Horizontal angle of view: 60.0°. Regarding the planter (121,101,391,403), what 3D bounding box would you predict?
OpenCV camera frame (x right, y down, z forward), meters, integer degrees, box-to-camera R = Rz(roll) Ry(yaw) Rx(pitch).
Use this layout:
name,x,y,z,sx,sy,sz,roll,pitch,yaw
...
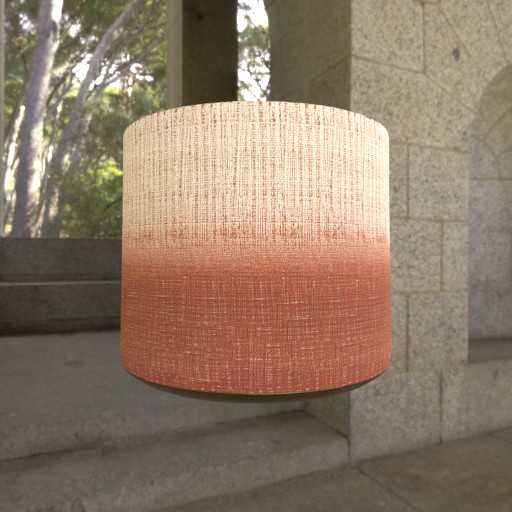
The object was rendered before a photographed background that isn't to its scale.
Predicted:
name,x,y,z,sx,sy,sz,roll,pitch,yaw
planter,0.000,0.000,0.434,0.254,0.221,0.254,0,0,0
